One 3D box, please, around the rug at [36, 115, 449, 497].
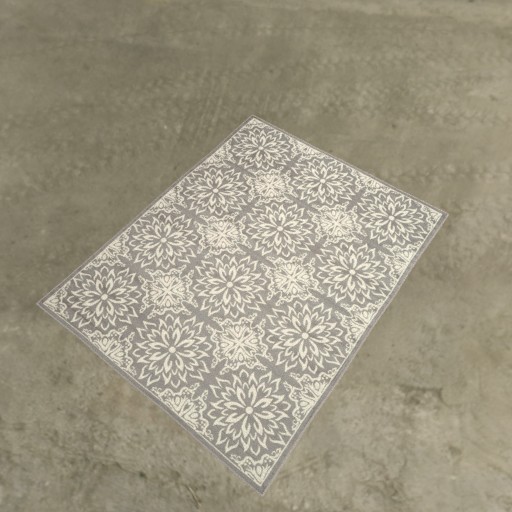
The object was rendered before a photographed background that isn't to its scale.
[{"bbox_3d":[0.000,0.000,3.961,2.363,0.012,2.980,32,63,19],"label":"rug"}]
